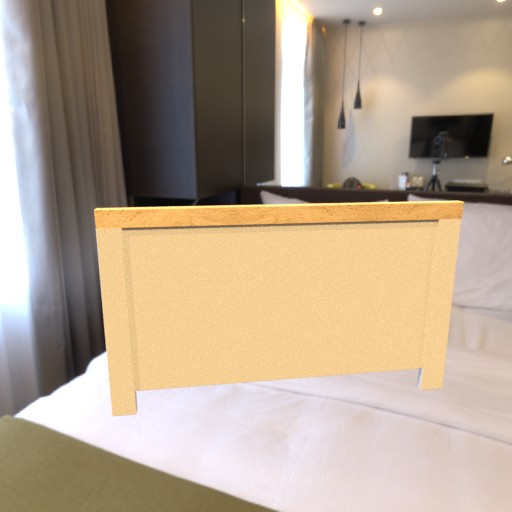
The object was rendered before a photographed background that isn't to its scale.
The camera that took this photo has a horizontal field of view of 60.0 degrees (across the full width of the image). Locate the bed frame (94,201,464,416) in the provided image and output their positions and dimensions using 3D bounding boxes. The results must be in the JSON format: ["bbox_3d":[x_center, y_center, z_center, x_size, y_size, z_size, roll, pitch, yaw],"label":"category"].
[{"bbox_3d":[0.000,0.000,3.063,1.670,0.980,2.050,-2,15,-8],"label":"bed frame"}]
